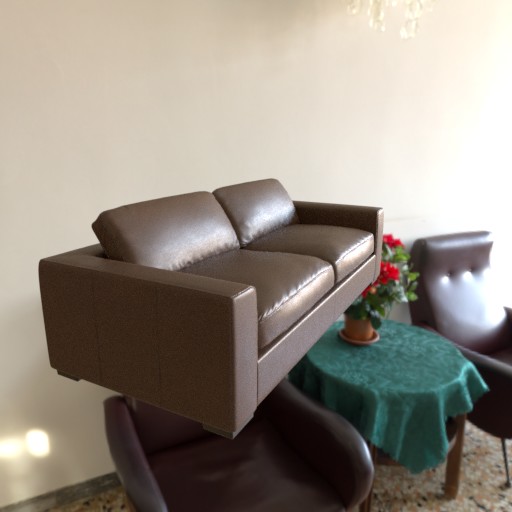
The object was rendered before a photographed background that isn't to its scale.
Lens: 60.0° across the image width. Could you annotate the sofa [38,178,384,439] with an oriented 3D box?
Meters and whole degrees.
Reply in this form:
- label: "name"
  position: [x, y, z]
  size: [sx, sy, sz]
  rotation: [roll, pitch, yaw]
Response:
- label: "sofa"
  position: [0.000, 0.000, 2.751]
  size: [1.070, 0.801, 2.262]
  rotation: [8, 17, 28]
